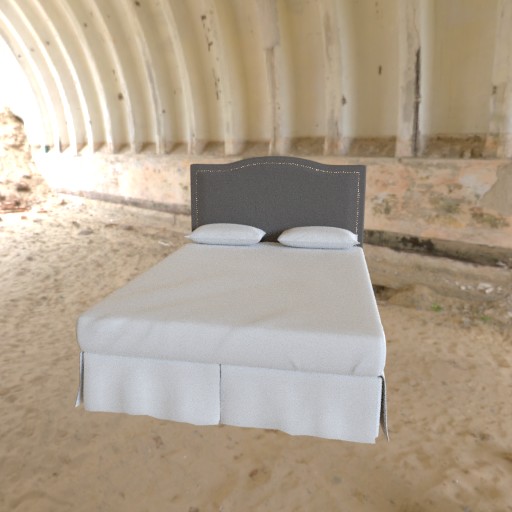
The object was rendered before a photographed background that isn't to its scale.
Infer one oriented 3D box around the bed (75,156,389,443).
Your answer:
[{"bbox_3d":[0.000,0.000,3.372,1.821,1.436,2.282,2,14,10],"label":"bed"}]
